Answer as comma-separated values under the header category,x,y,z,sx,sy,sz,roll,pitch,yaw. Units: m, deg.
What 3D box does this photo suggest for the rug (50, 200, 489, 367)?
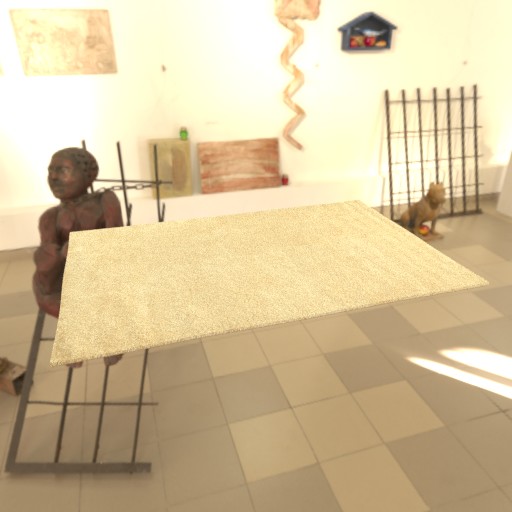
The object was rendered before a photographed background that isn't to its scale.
category,x,y,z,sx,sy,sz,roll,pitch,yaw
rug,0.000,0.000,2.880,2.346,0.025,1.500,-8,28,-16
